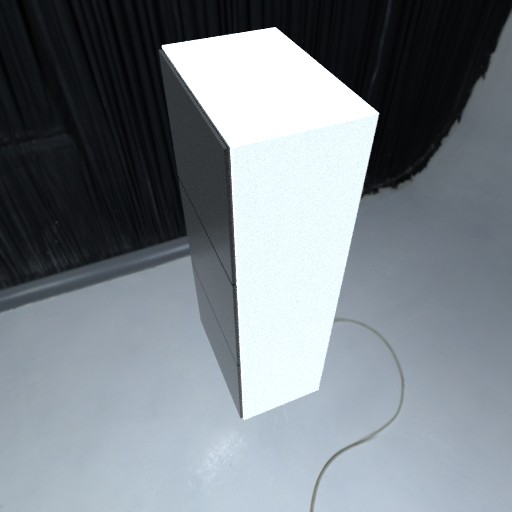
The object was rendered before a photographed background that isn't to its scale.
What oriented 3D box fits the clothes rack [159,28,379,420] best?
[{"bbox_3d":[0.000,0.000,1.435,0.330,1.187,0.500,-17,49,-15],"label":"clothes rack"}]
